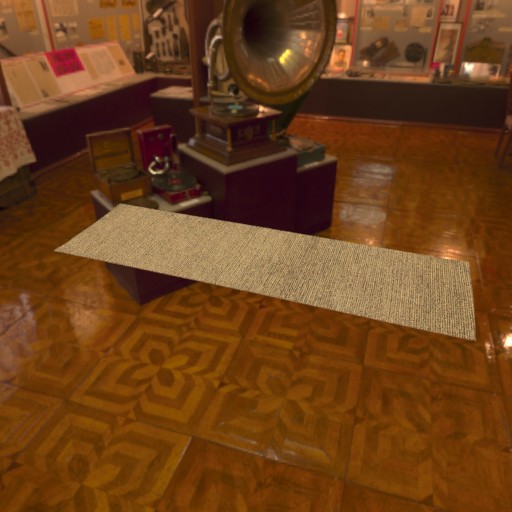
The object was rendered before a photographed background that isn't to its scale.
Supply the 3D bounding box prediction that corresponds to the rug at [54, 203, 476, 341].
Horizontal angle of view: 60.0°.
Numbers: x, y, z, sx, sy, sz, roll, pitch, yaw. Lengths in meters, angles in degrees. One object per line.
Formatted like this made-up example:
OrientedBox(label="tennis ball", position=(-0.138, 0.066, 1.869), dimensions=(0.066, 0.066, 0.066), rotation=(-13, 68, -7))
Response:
OrientedBox(label="rug", position=(0.000, 0.000, 2.579), dimensions=(2.335, 0.013, 0.697), rotation=(11, 33, 17))
